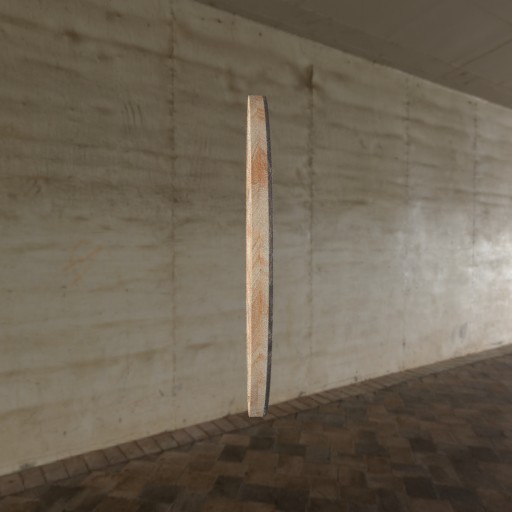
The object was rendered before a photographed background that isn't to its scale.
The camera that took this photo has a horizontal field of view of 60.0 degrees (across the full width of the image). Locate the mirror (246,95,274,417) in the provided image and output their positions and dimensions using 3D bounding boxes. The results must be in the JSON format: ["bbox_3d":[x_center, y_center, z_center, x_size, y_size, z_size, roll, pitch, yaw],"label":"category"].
[{"bbox_3d":[0.000,0.000,1.044,0.038,0.710,0.710,0,2,-2],"label":"mirror"}]
